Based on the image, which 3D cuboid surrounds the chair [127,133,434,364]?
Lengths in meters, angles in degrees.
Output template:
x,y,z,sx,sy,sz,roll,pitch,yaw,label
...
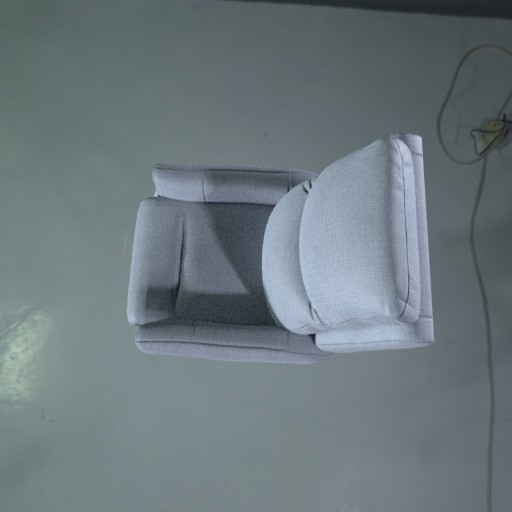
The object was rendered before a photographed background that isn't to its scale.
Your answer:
x,y,z,sx,sy,sz,roll,pitch,yaw,label
0.000,0.000,1.783,1.080,1.030,0.829,2,76,1,chair
